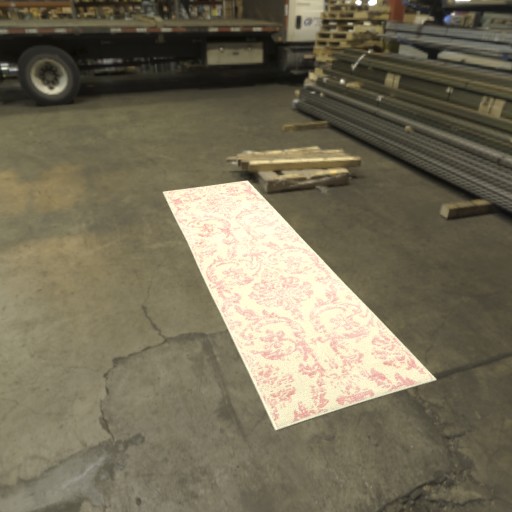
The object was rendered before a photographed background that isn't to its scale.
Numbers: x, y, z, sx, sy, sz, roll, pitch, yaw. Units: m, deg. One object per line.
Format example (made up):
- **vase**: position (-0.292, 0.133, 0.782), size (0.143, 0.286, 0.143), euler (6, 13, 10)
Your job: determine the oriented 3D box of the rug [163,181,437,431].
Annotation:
- **rug**: position (0.000, 0.000, 2.465), size (0.662, 0.011, 2.196), euler (-11, 32, -17)
